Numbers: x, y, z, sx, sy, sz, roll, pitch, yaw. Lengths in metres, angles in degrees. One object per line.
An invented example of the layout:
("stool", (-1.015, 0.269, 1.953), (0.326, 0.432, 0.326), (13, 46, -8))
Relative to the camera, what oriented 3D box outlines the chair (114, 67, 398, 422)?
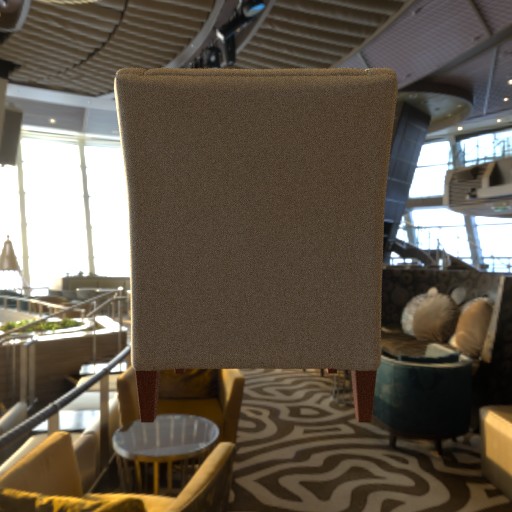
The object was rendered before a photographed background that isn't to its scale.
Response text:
("chair", (0.000, 0.000, 1.583), (0.774, 1.014, 0.870), (0, 0, 0))
